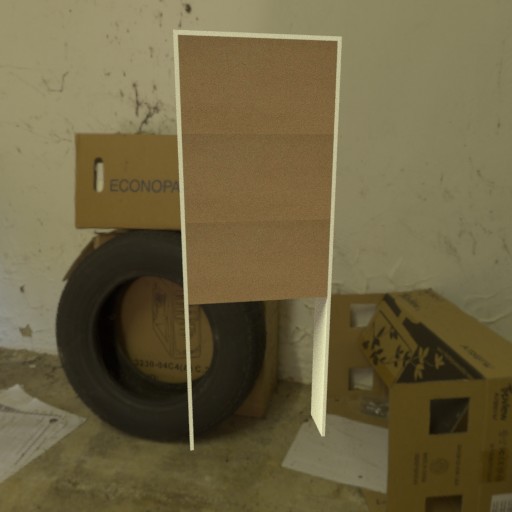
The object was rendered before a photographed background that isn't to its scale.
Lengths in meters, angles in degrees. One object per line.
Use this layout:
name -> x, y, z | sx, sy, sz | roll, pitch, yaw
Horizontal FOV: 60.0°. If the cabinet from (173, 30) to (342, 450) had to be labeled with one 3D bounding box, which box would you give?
cabinet -> 0.000, 0.000, 1.969 | 0.643, 1.770, 0.192 | -2, 14, -9
